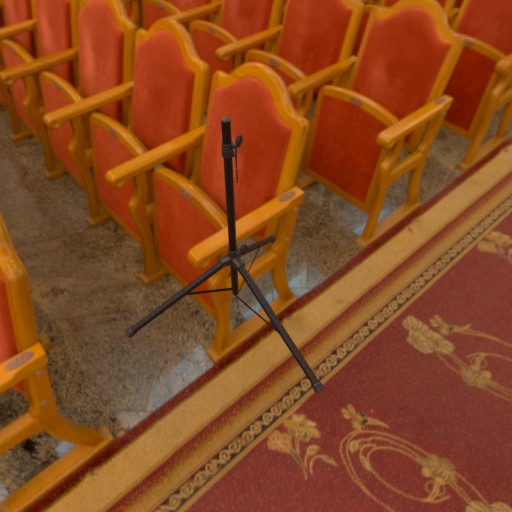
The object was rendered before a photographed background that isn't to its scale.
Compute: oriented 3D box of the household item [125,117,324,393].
[{"bbox_3d":[0.000,0.000,1.864,1.045,1.136,0.907,-32,55,-27],"label":"household item"}]
